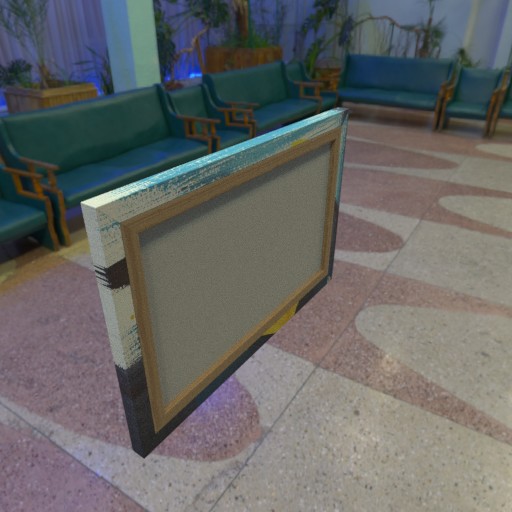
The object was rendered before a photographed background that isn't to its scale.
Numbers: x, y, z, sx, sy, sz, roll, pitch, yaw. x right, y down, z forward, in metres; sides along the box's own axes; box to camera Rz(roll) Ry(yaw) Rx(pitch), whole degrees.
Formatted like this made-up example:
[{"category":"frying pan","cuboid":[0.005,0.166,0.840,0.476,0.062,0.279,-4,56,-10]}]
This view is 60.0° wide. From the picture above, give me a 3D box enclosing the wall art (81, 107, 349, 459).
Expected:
[{"category":"wall art","cuboid":[0.000,0.000,1.173,0.039,0.610,0.914,19,35,30]}]
